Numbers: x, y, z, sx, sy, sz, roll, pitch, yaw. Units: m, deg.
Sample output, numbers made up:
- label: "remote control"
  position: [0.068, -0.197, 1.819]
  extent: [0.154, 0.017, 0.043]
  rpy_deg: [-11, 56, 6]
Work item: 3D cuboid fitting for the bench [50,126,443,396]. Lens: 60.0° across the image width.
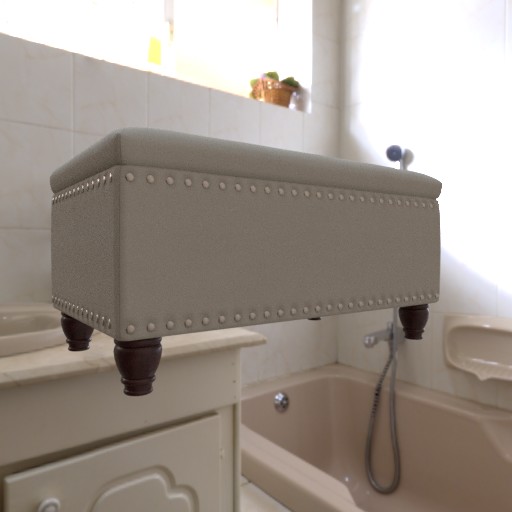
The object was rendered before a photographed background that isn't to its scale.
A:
- label: "bench"
  position: [0.000, 0.000, 1.135]
  extent: [0.887, 0.449, 0.500]
  rpy_deg: [-1, 1, -36]
